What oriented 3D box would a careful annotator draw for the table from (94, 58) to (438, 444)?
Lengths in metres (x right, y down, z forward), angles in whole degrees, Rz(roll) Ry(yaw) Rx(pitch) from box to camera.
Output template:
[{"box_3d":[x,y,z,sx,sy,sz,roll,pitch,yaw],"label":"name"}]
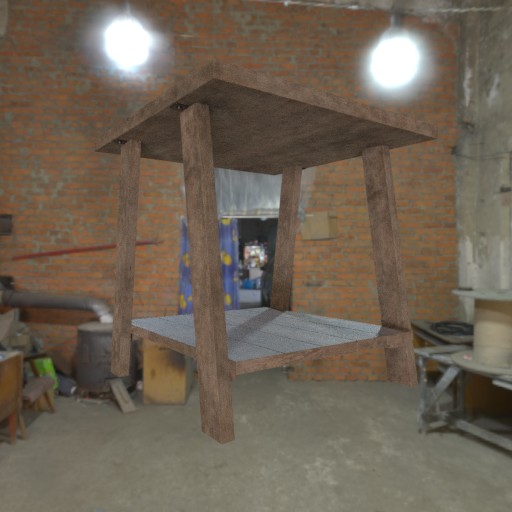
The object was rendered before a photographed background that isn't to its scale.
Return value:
[{"box_3d":[0.000,0.000,1.104,0.610,0.610,0.610,0,0,-36],"label":"table"}]
